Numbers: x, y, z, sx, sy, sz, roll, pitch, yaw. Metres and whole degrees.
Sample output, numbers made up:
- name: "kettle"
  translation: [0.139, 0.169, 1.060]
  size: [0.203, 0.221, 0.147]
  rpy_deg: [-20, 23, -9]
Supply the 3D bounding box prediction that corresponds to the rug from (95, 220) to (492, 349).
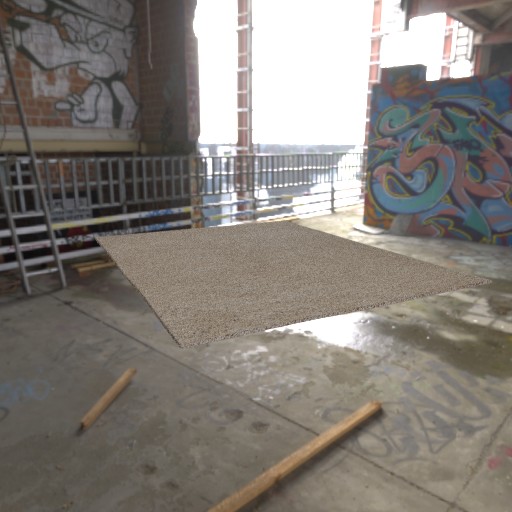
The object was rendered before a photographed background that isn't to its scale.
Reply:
- name: "rug"
  translation: [0.000, 0.000, 4.056]
  size: [2.400, 0.025, 3.000]
  rpy_deg: [-7, 16, -26]
